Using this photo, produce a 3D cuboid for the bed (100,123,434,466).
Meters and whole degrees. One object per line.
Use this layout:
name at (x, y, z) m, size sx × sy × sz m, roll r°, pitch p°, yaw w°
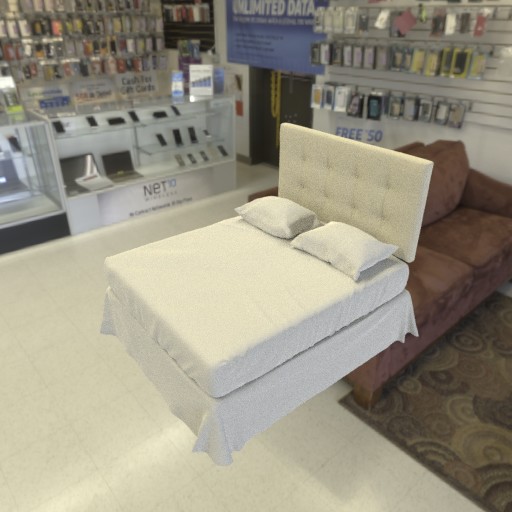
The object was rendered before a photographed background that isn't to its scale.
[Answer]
bed at (0.000, 0.000, 3.606) m, size 2.222 × 1.577 × 1.936 m, roll -21°, pitch 36°, yaw -33°
